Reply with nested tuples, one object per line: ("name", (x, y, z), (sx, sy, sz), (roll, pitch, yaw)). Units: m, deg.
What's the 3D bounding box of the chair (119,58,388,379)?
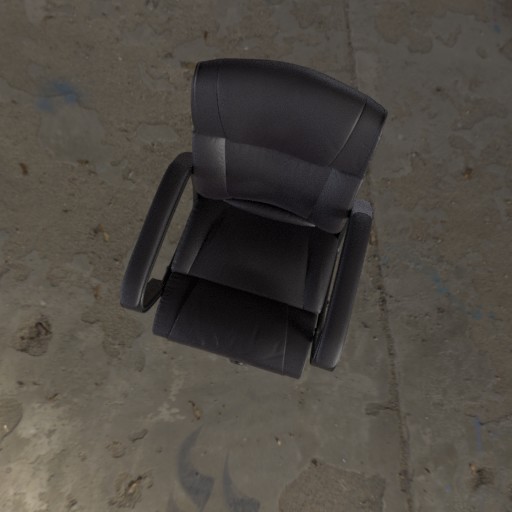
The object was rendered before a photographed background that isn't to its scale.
("chair", (0.000, 0.000, 1.357), (0.576, 0.998, 0.641), (16, 76, 4))
